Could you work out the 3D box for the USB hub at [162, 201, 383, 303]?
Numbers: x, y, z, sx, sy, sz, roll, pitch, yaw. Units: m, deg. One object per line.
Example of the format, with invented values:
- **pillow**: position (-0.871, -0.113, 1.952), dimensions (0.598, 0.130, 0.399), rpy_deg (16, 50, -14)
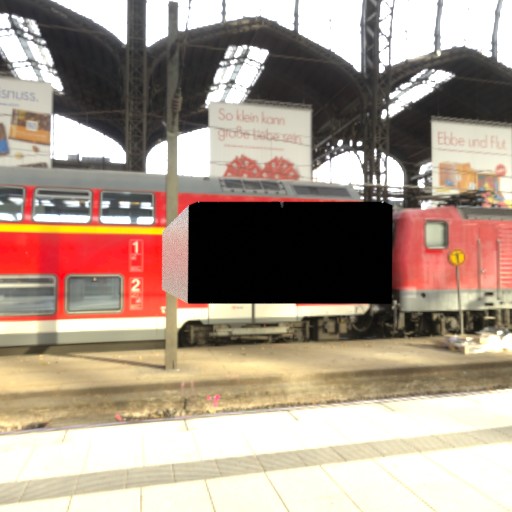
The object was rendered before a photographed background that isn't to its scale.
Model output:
- **USB hub**: position (0.000, 0.000, 0.126), dimensions (0.044, 0.023, 0.110), rpy_deg (0, -2, -17)
